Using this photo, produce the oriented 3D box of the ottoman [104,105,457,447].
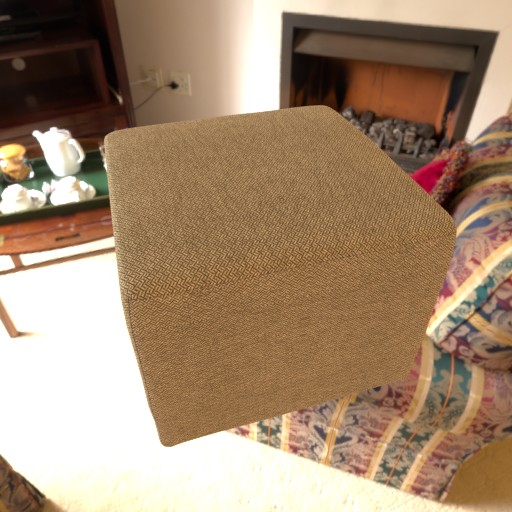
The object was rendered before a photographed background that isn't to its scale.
[{"bbox_3d":[0.000,0.000,0.915,0.519,0.453,0.512,-11,42,-13],"label":"ottoman"}]
